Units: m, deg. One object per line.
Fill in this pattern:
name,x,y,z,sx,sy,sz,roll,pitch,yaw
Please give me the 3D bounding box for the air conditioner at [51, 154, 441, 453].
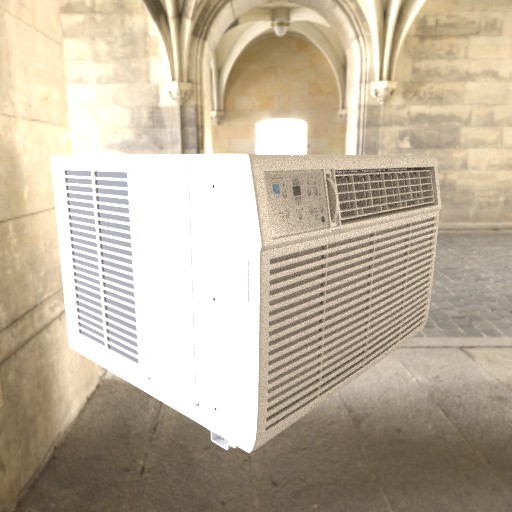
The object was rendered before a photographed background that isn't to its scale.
air conditioner,0.000,0.000,1.027,0.599,0.455,0.645,11,16,41
